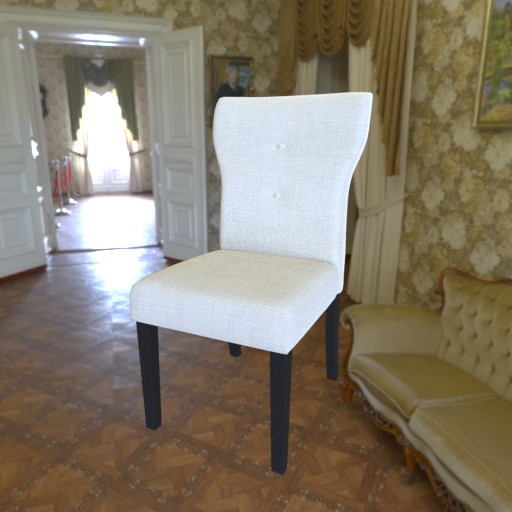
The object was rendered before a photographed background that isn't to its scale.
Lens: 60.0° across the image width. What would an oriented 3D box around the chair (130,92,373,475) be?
[{"bbox_3d":[0.000,0.000,1.279,0.509,0.921,0.597,7,17,25],"label":"chair"}]
